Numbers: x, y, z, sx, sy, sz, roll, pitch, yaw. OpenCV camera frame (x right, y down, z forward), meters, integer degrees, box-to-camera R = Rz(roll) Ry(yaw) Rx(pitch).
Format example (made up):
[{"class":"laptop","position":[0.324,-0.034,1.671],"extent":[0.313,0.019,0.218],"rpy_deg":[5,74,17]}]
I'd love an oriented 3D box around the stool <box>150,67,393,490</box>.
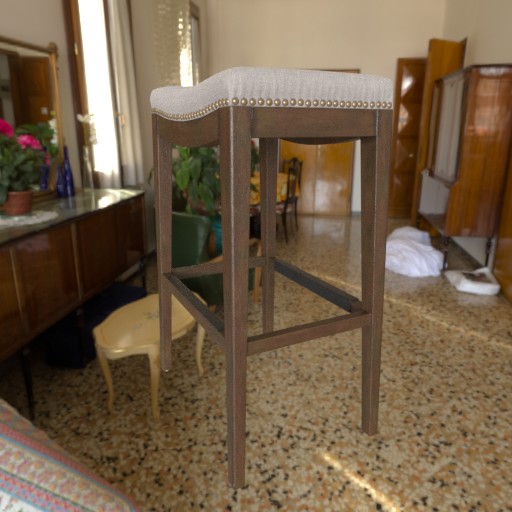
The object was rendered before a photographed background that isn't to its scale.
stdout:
[{"class":"stool","position":[0.000,0.000,1.032],"extent":[0.356,0.762,0.508],"rpy_deg":[-8,18,-26]}]
